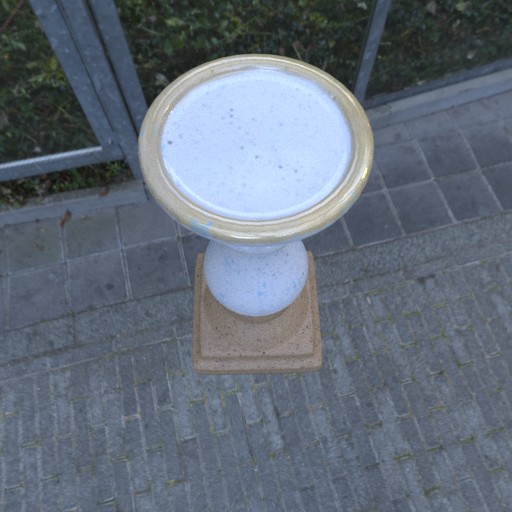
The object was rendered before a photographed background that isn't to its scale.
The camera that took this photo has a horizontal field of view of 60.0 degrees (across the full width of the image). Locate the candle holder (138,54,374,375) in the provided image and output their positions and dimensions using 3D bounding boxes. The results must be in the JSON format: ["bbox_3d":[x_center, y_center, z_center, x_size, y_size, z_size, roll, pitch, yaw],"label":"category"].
[{"bbox_3d":[0.000,0.000,0.297,0.110,0.239,0.110,-1,64,-1],"label":"candle holder"}]
